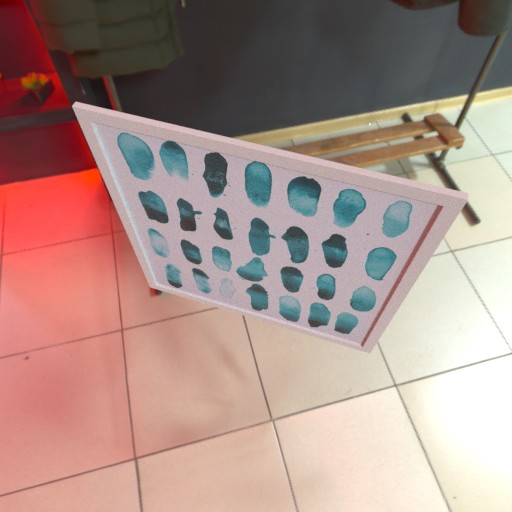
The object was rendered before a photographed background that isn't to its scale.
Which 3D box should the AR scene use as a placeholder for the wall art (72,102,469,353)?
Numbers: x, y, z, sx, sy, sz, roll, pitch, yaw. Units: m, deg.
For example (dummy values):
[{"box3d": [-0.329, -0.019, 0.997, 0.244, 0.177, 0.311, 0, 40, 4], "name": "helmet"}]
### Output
[{"box3d": [0.000, 0.000, 0.684, 0.456, 0.457, 0.009, 15, 59, 9], "name": "wall art"}]
